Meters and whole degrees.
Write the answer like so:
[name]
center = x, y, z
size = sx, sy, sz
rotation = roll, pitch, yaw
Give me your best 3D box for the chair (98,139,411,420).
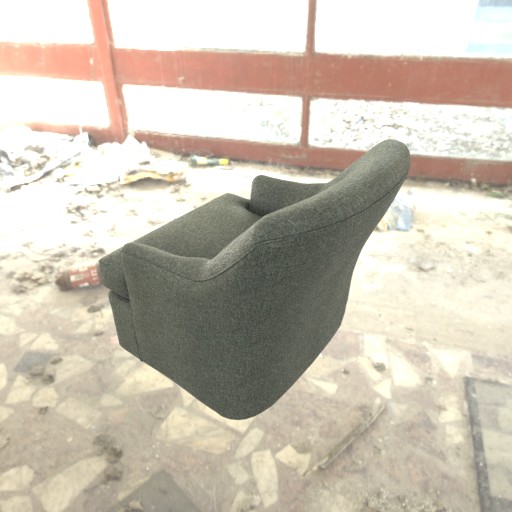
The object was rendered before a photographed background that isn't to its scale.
[chair]
center = 0.000, 0.000, 1.658
size = 0.923, 0.856, 0.864
rotation = 21, 38, 30
